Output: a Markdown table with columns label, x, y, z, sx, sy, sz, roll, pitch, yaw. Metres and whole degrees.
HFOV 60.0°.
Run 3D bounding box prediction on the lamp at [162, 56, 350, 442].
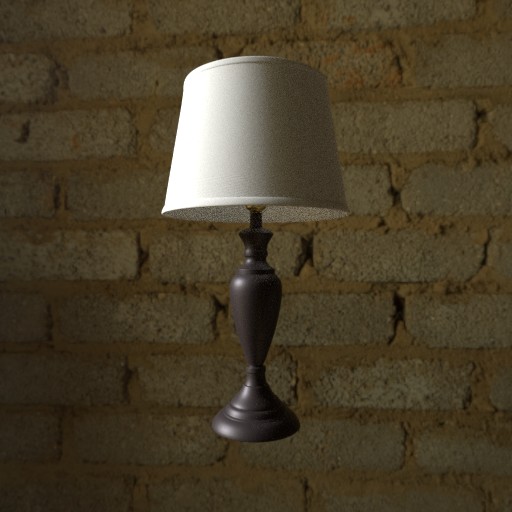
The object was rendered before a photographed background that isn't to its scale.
| label | x | y | z | sx | sy | sz | roll | pitch | yaw |
| --- | --- | --- | --- | --- | --- | --- | --- | --- | --- |
| lamp | 0.000 | 0.000 | 0.804 | 0.335 | 0.611 | 0.335 | 0 | 0 | 0 |
